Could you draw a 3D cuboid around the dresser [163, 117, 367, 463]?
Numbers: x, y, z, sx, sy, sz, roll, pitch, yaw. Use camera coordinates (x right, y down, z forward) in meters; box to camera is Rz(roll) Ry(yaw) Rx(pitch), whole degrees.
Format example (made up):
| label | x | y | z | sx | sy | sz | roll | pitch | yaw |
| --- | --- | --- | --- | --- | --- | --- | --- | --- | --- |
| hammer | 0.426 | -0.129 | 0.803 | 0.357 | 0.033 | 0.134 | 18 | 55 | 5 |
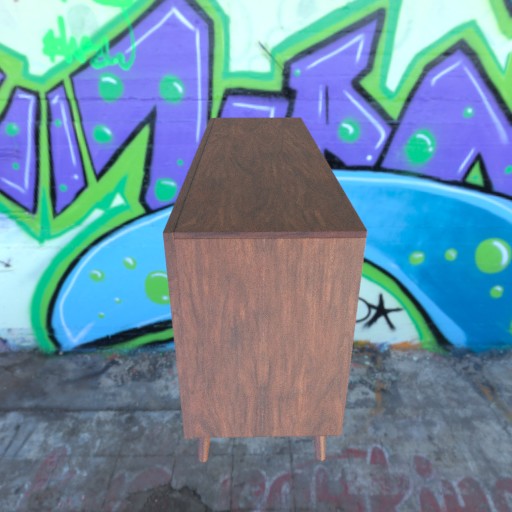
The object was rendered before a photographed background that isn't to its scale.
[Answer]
| label | x | y | z | sx | sy | sz | roll | pitch | yaw |
| --- | --- | --- | --- | --- | --- | --- | --- | --- | --- |
| dresser | 0.000 | 0.000 | 1.895 | 0.500 | 0.889 | 1.472 | 0 | 27 | -1 |
